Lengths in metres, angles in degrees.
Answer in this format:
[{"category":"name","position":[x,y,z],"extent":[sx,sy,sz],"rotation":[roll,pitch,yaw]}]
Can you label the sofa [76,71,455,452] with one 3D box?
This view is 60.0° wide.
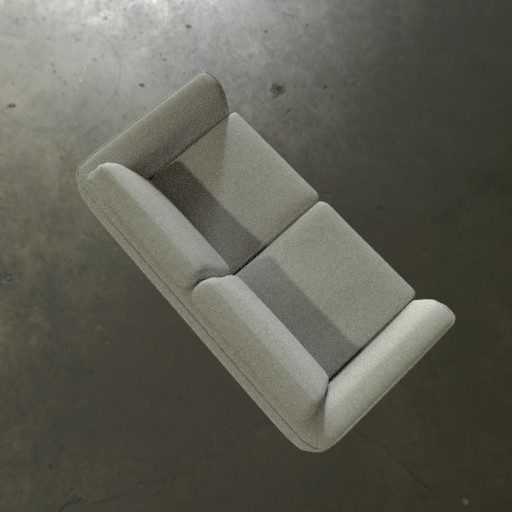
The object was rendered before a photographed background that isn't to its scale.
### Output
[{"category":"sofa","position":[0.000,0.000,2.178],"extent":[0.920,0.850,1.700],"rotation":[-41,80,-9]}]
